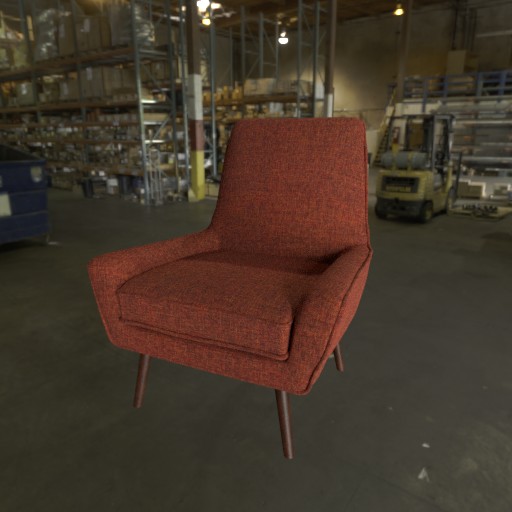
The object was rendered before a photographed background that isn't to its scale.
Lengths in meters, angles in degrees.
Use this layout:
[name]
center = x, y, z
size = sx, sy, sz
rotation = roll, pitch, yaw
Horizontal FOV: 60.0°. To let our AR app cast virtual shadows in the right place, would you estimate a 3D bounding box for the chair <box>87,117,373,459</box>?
[chair]
center = 0.000, 0.000, 1.497
size = 0.803, 0.911, 0.784
rotation = 7, 17, 25
